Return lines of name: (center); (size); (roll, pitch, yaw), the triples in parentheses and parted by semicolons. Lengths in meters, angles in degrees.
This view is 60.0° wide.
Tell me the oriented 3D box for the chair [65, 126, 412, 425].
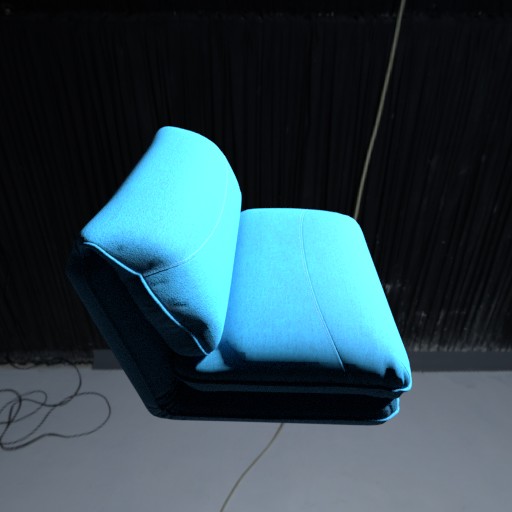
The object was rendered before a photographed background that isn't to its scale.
chair: (0.000, 0.000, 1.322); (0.780, 0.580, 0.820); (1, 32, 1)
